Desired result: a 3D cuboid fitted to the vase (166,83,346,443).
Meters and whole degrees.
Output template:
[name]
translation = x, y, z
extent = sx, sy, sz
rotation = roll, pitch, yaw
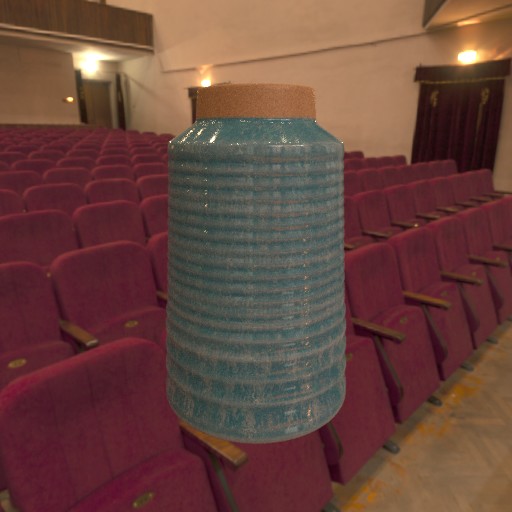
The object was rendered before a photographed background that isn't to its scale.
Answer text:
[vase]
translation = 0.000, 0.000, 0.378
extent = 0.163, 0.267, 0.163
rotation = 0, 16, 0
